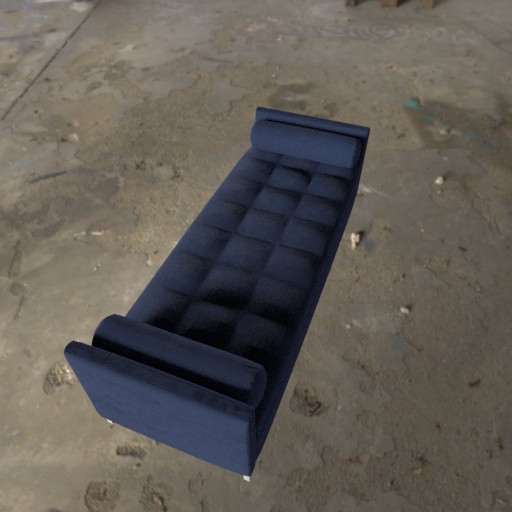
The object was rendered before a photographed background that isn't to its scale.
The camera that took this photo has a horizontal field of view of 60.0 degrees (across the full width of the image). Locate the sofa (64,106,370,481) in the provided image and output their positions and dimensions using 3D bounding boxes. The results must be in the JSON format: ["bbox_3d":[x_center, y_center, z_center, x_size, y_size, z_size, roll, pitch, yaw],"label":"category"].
[{"bbox_3d":[0.000,0.000,2.482,0.797,0.657,2.102,16,48,15],"label":"sofa"}]
